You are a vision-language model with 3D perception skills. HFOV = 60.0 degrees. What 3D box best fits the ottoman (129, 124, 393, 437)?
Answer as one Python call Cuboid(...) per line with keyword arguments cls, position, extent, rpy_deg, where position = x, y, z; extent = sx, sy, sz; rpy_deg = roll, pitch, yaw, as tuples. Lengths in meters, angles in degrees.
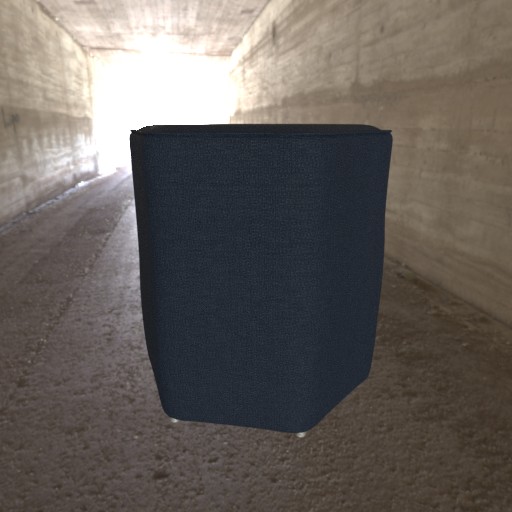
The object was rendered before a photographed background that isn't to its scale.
Cuboid(cls="ottoman", position=(0.000, 0.000, 0.885), extent=(0.454, 0.505, 0.492), rpy_deg=(16, 23, 42))
